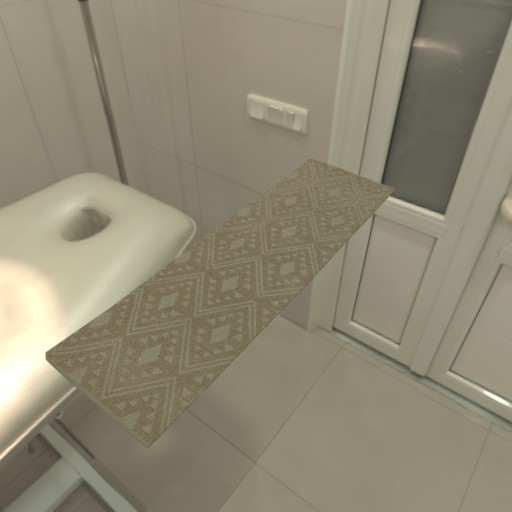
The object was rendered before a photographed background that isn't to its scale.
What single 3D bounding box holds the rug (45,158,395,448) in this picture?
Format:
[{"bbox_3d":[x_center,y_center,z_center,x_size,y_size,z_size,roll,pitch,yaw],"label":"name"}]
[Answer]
[{"bbox_3d":[0.000,0.000,2.724,0.752,0.051,2.452,27,48,27],"label":"rug"}]
